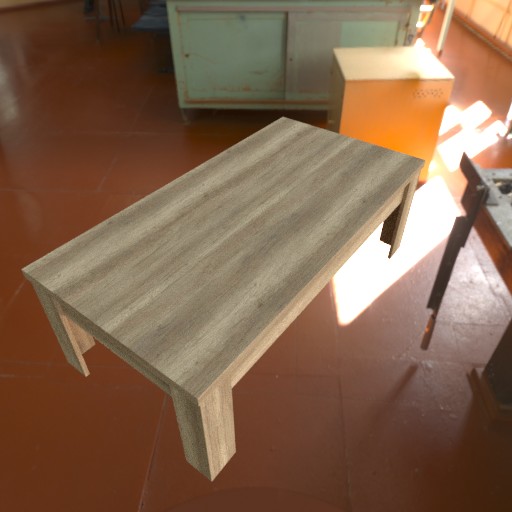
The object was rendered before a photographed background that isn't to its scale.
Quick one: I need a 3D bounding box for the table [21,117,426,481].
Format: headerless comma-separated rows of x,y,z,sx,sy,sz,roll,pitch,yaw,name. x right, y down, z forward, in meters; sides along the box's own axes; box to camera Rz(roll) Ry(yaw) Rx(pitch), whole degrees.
0.000,0.000,1.692,0.700,0.460,1.350,26,47,27,table
